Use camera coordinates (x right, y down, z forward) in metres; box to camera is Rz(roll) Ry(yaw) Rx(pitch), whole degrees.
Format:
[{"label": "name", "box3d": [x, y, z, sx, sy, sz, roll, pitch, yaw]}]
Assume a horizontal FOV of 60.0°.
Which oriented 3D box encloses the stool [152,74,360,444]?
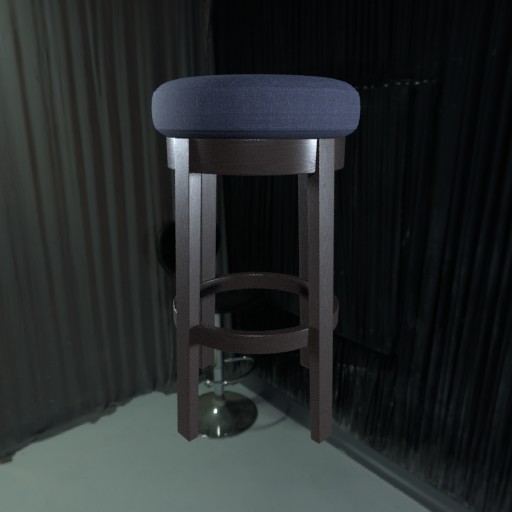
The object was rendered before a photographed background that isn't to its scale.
[{"label": "stool", "box3d": [0.000, 0.000, 1.025, 0.446, 0.758, 0.446, 0, 17, 0]}]
